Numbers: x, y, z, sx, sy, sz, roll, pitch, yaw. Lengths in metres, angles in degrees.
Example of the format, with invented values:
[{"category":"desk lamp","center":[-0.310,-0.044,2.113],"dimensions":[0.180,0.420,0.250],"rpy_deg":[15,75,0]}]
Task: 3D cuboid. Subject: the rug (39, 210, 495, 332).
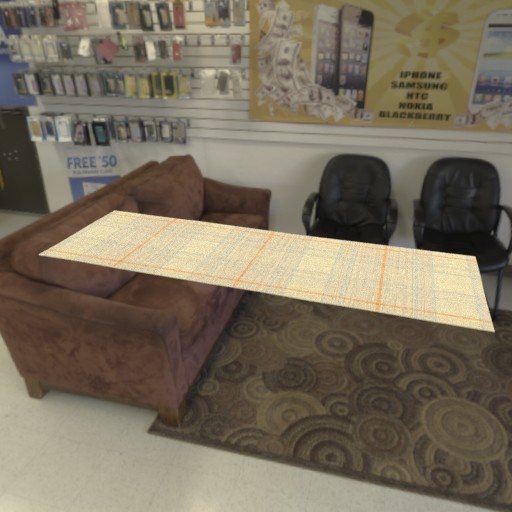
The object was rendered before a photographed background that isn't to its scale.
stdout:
[{"category":"rug","center":[0.000,0.000,2.597],"dimensions":[2.442,0.016,0.770],"rpy_deg":[8,28,16]}]
